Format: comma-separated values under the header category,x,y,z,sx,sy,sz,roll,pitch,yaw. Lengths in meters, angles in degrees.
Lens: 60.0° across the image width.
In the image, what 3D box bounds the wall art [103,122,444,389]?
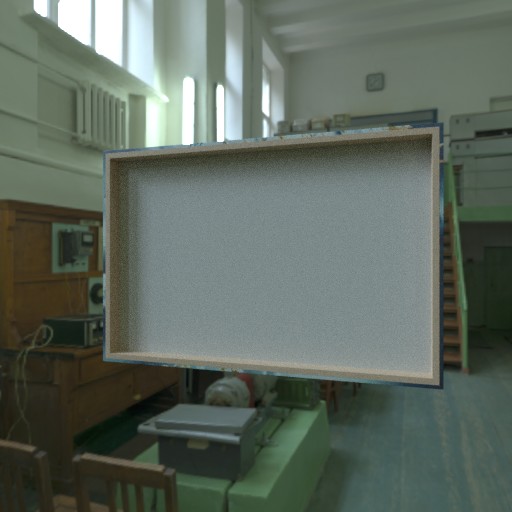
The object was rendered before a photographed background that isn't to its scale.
category,x,y,z,sx,sy,sz,roll,pitch,yaw
wall art,0.000,0.000,0.780,0.607,0.405,0.036,0,0,18
